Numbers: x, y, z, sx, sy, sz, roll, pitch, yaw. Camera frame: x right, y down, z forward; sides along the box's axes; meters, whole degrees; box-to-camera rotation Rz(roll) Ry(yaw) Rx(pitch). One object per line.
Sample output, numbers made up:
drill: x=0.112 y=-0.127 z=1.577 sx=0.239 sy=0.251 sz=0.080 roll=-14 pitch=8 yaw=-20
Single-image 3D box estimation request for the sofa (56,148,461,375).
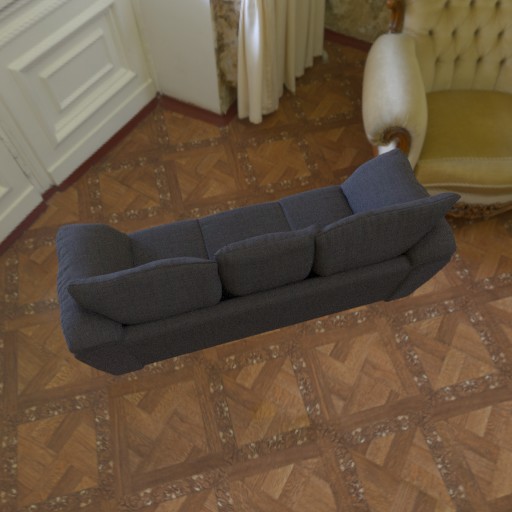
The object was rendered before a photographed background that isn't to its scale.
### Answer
sofa: x=0.000 y=0.000 z=2.843 sx=2.336 sy=1.080 sz=0.883 roll=-14 pitch=59 yaw=-8
